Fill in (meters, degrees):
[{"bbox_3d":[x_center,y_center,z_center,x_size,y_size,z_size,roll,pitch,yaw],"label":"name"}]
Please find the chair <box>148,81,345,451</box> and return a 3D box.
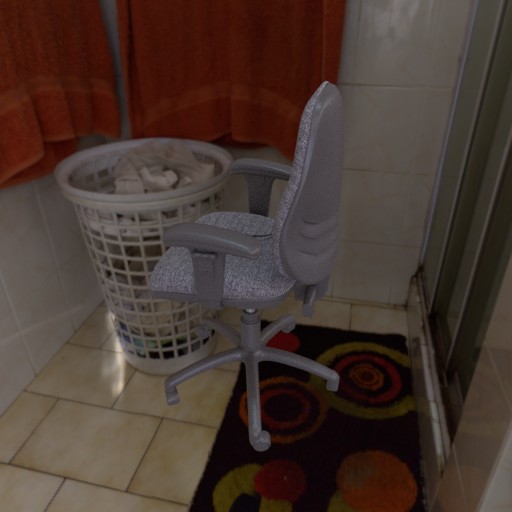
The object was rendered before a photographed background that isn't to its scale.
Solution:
[{"bbox_3d":[0.000,0.000,1.220,0.530,0.910,0.550,8,31,13],"label":"chair"}]
